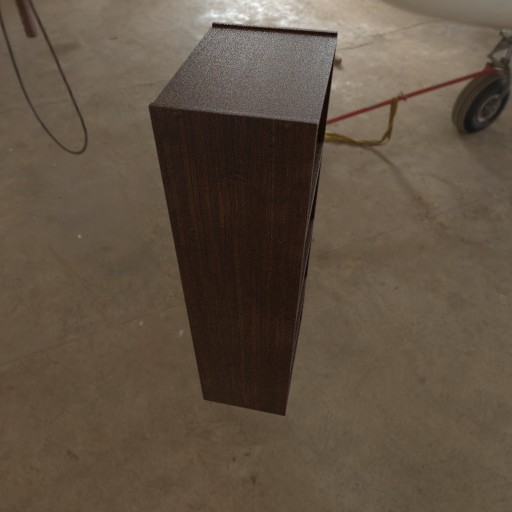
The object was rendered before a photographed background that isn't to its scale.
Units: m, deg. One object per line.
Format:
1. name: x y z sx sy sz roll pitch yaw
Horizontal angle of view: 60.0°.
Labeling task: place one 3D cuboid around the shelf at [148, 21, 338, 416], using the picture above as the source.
1. shelf: 0.000 0.000 1.271 0.290 1.099 0.415 9 47 8
